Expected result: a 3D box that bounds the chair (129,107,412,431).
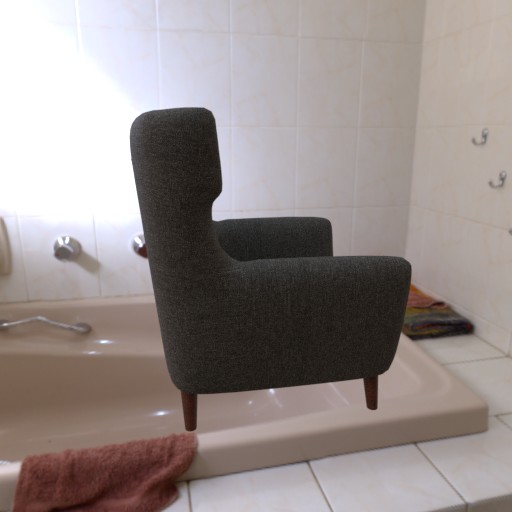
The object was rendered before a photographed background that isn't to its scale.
[{"bbox_3d":[0.000,0.000,1.752,0.904,1.063,0.878,-3,15,-10],"label":"chair"}]
